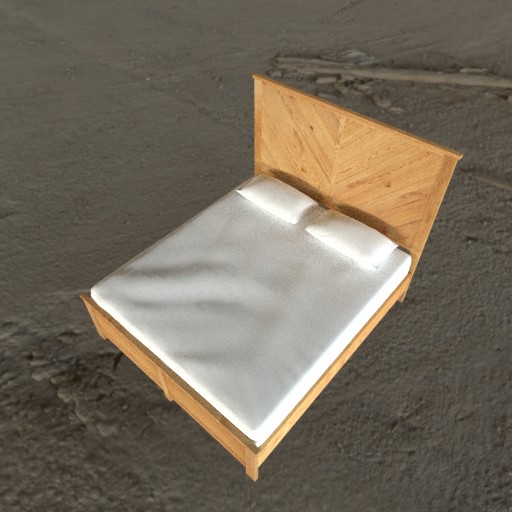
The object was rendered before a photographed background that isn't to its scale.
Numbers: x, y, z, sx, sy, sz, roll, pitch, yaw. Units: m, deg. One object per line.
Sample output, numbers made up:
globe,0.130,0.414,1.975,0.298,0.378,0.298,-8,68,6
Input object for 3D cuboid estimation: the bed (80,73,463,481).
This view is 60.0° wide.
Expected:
bed,0.000,0.000,3.589,1.936,1.686,2.201,33,55,27
